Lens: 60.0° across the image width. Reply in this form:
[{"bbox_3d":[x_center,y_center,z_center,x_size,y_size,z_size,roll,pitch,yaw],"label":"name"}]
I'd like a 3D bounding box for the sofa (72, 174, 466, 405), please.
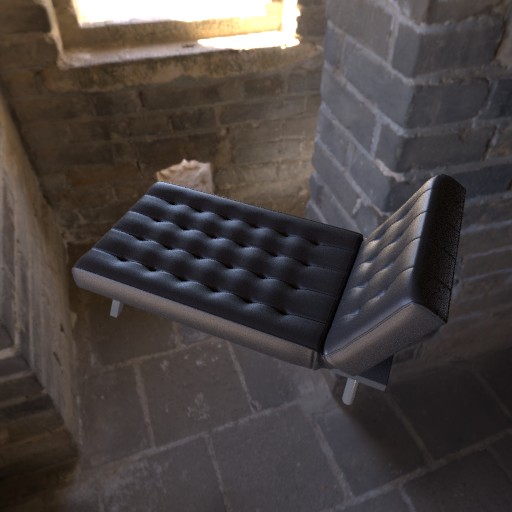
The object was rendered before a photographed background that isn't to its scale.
[{"bbox_3d":[0.000,0.000,2.035,1.560,0.820,0.760,17,47,16],"label":"sofa"}]
